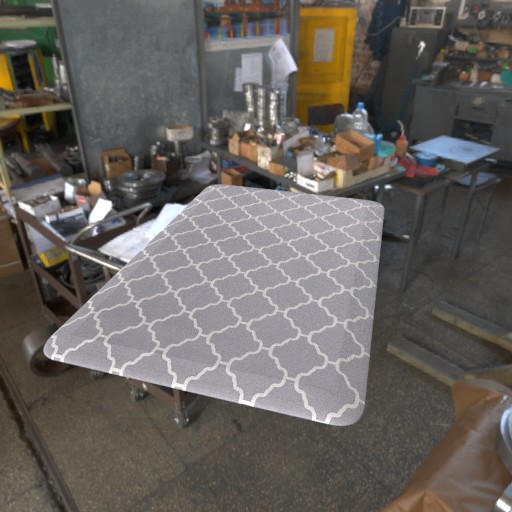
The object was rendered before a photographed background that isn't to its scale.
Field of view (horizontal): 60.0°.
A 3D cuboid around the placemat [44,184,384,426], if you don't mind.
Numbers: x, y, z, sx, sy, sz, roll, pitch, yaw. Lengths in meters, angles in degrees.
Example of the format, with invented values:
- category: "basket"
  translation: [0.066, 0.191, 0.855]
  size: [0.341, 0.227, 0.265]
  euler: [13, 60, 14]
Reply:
- category: "placemat"
  translation: [0.000, 0.000, 0.946]
  size: [0.508, 0.021, 0.762]
  euler: [8, 31, 14]
